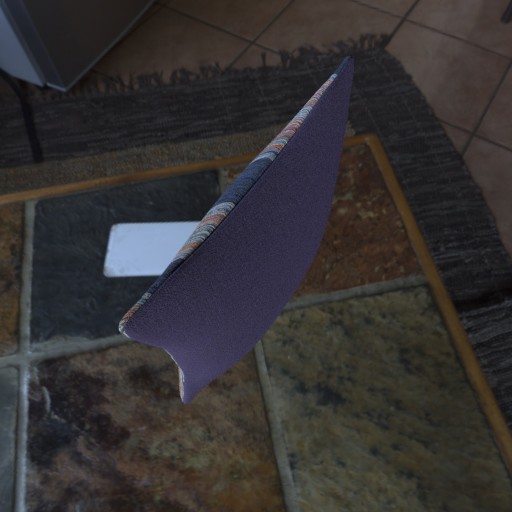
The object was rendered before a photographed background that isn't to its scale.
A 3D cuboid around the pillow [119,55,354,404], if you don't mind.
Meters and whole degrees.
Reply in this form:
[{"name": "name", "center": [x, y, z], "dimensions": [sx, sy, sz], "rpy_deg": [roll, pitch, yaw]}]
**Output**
[{"name": "pillow", "center": [0.000, 0.000, 0.657], "dimensions": [0.136, 0.419, 0.437], "rpy_deg": [31, 67, 15]}]
